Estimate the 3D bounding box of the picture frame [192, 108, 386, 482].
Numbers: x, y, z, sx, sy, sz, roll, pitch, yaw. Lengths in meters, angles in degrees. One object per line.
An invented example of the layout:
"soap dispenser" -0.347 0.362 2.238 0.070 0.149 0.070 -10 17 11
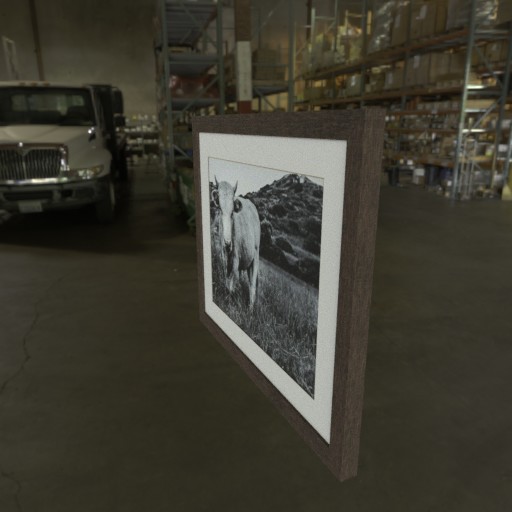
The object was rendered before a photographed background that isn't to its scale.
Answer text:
"picture frame" 0.000 0.000 0.744 0.026 0.455 0.546 -8 18 -25
